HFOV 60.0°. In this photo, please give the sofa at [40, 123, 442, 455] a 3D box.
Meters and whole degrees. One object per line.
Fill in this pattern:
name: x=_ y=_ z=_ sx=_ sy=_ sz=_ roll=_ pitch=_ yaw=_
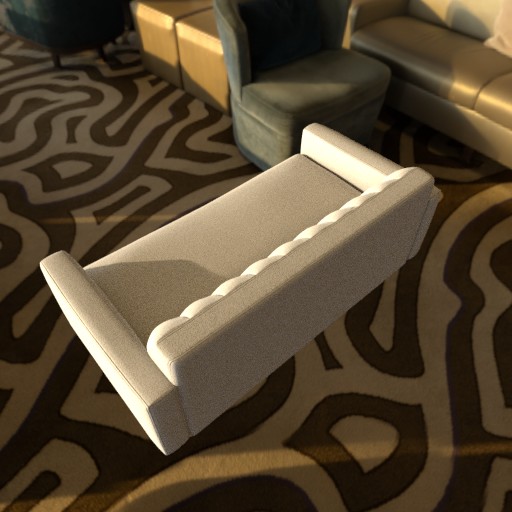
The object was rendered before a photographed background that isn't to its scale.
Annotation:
sofa: x=0.000 y=0.000 z=2.401 sx=1.895 sy=0.814 sz=0.969 roll=-33 pitch=55 yaw=-27
